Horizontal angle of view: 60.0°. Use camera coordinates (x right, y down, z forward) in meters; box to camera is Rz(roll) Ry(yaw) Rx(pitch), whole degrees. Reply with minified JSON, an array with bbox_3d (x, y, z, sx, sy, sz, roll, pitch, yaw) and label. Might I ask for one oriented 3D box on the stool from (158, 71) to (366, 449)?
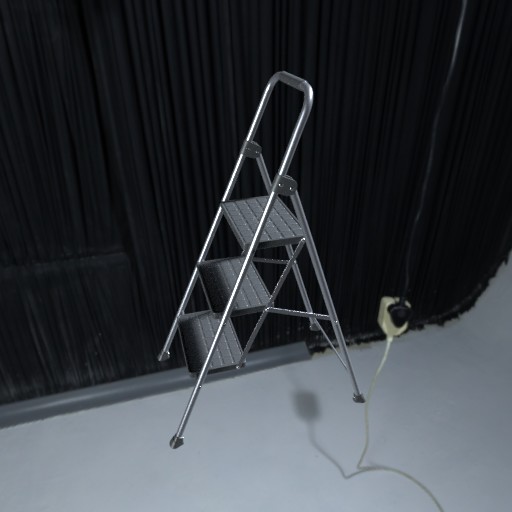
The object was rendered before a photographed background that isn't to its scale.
[{"bbox_3d":[0.000,0.000,1.482,0.733,1.121,0.473,-8,32,-14],"label":"stool"}]
